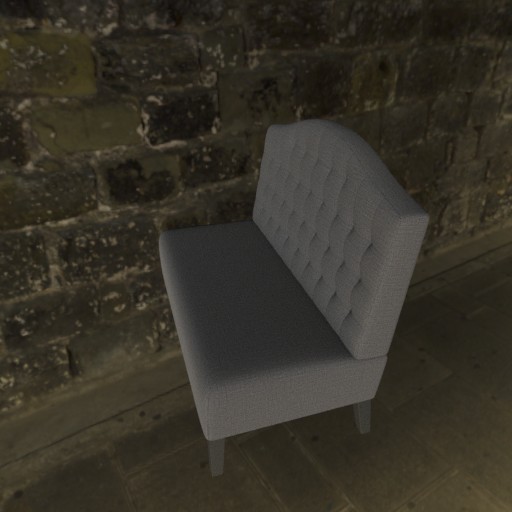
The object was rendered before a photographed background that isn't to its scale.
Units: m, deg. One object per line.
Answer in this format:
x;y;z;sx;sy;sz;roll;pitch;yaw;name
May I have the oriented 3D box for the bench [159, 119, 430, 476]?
0.000;0.000;2.103;0.815;1.180;1.335;-9;31;-15;bench
